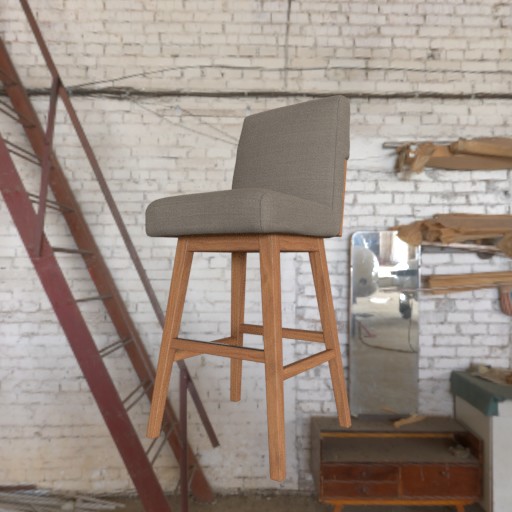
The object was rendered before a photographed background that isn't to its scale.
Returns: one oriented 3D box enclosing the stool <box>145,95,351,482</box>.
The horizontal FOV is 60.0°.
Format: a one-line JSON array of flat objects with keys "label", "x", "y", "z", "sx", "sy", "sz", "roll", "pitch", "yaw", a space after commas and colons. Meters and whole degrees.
[{"label": "stool", "x": 0.000, "y": 0.000, "z": 1.425, "sx": 0.483, "sy": 1.112, "sz": 0.570, "roll": 0, "pitch": 0, "yaw": 35}]
